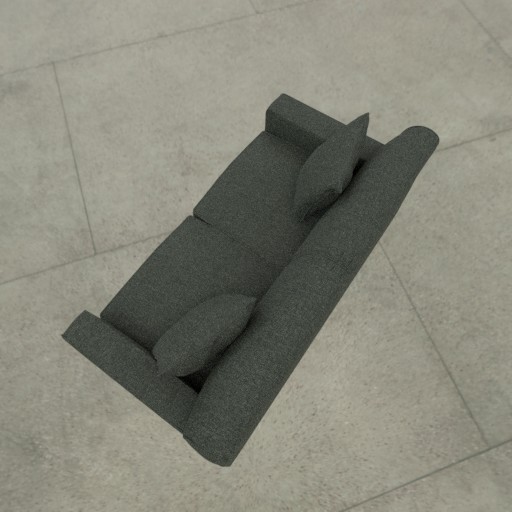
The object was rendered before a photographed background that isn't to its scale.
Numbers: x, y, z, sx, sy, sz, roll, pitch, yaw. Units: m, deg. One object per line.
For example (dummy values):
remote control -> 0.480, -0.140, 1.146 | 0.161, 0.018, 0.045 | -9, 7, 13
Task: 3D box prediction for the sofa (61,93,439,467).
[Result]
sofa -> 0.000, 0.000, 2.379 | 0.998, 0.958, 1.846 | 32, 69, 14
